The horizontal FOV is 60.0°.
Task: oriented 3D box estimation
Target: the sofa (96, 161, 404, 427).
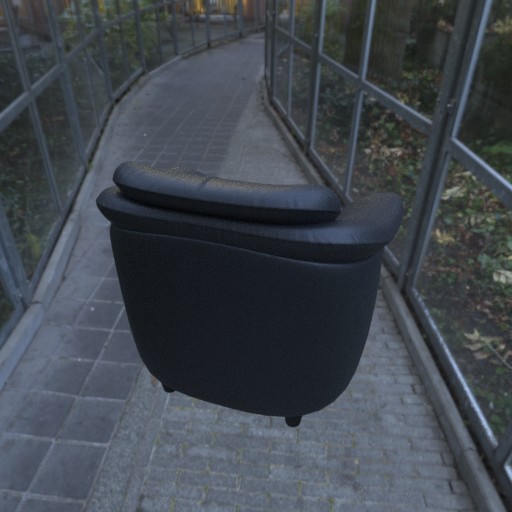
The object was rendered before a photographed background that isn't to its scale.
[{"bbox_3d":[0.000,0.000,1.456,0.870,0.811,0.794,10,34,15],"label":"sofa"}]
